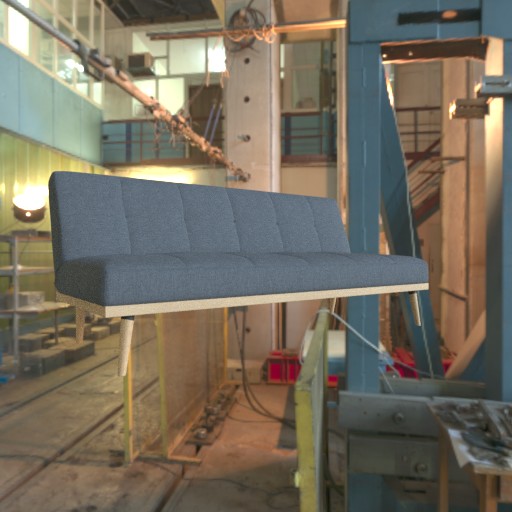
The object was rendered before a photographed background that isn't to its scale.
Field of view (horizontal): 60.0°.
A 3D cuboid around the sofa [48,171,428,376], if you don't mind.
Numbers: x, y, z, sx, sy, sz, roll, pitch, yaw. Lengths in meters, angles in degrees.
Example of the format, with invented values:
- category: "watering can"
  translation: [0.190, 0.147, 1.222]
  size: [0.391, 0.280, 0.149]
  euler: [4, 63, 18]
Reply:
- category: "sofa"
  translation: [0.000, 0.000, 2.243]
  size: [1.820, 0.770, 0.820]
  euler: [0, 1, -37]
